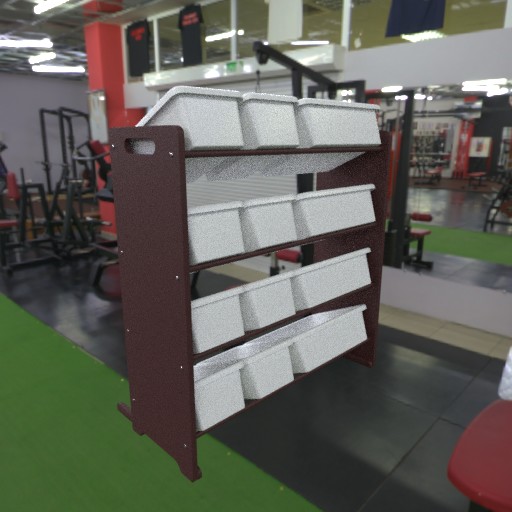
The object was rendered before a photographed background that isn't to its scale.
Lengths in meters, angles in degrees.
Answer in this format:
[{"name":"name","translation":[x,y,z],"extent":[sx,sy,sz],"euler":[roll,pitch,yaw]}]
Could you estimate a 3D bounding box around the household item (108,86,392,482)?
[{"name":"household item","translation":[0.000,0.000,1.306],"extent":[0.787,0.864,0.389],"euler":[-14,20,-43]}]
